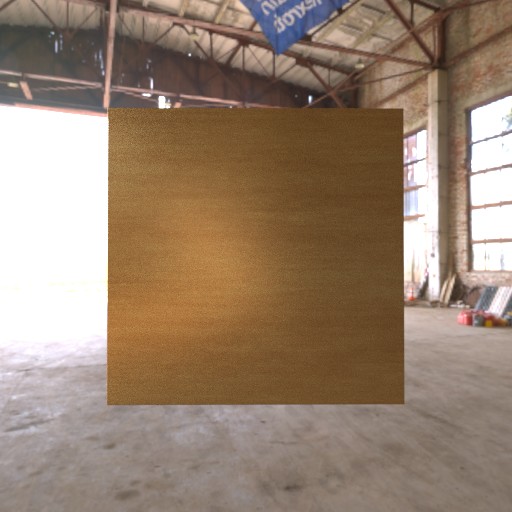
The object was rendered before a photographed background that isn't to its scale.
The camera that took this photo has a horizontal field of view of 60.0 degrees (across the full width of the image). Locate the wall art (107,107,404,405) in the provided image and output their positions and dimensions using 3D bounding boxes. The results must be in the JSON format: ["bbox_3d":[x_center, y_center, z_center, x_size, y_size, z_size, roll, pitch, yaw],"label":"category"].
[{"bbox_3d":[0.000,0.000,0.460,0.302,0.302,0.019,0,-1,-1],"label":"wall art"}]
